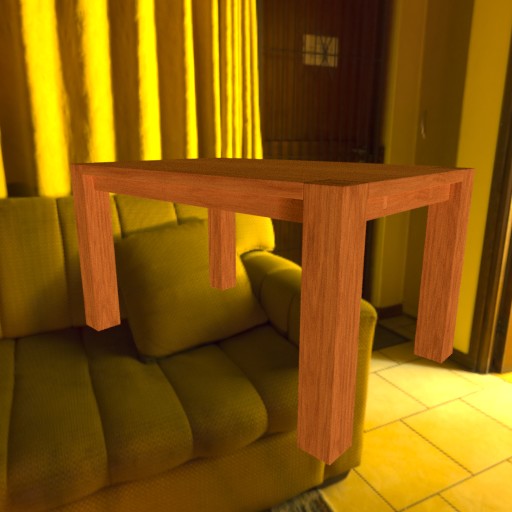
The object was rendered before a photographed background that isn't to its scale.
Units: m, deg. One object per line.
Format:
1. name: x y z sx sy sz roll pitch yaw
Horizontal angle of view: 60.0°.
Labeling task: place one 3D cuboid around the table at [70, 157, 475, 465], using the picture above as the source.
1. table: 0.000 0.000 1.894 1.400 0.760 0.900 14 20 41
